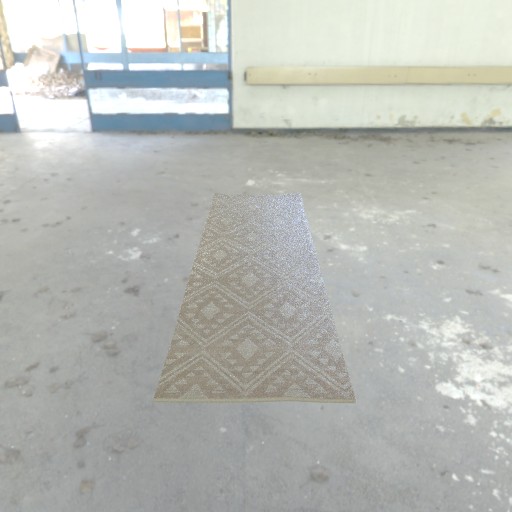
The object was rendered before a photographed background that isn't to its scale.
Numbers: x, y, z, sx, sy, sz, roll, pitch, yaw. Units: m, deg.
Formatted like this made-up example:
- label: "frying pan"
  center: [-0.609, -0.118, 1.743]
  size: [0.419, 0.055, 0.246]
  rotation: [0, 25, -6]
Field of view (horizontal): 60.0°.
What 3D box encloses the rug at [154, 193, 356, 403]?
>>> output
- label: "rug"
  center: [0.000, 0.000, 2.731]
  size: [0.752, 0.051, 2.452]
  rotation: [0, 26, 0]
